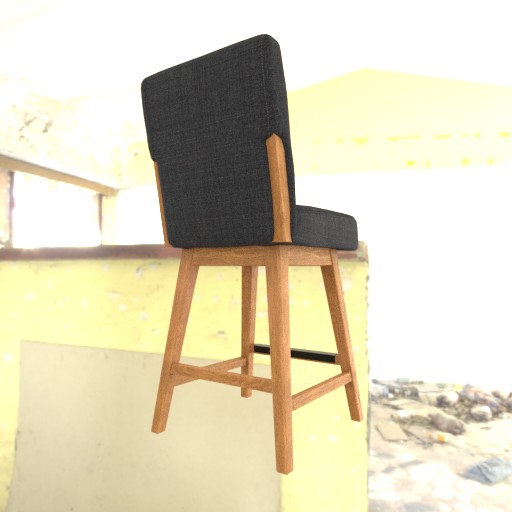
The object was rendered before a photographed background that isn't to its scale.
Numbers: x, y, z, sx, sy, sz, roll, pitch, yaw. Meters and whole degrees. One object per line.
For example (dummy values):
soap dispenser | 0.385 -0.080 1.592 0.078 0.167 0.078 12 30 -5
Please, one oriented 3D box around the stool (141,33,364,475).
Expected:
stool | 0.000 0.000 1.311 0.459 1.010 0.526 -1 -2 35
